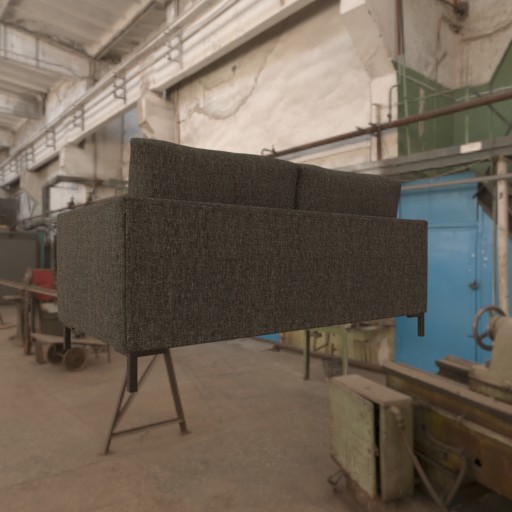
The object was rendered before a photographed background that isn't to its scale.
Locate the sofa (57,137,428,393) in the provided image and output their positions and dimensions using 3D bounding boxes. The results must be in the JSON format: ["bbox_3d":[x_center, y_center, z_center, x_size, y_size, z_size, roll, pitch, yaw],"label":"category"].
[{"bbox_3d":[0.000,0.000,2.222,1.716,0.862,0.866,0,0,-37],"label":"sofa"}]
